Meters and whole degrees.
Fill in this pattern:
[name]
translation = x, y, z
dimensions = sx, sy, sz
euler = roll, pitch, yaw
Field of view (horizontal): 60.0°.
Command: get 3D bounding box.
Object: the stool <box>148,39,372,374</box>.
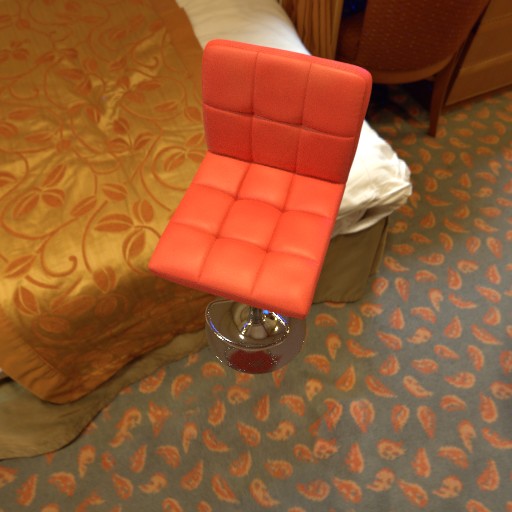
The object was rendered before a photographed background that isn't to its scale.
[stool]
translation = 0.000, 0.000, 1.396
dimensions = 0.430, 1.115, 0.505
euler = 16, 60, 10
